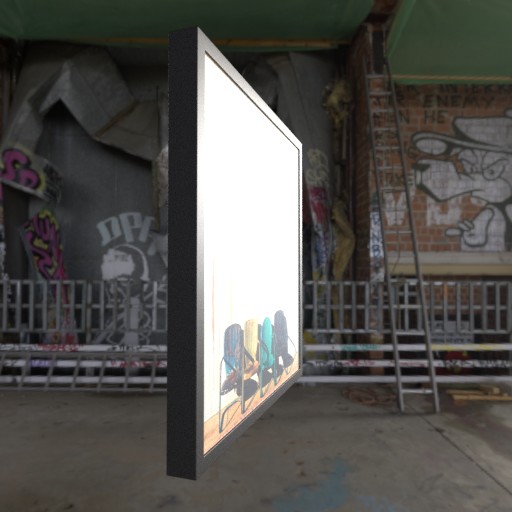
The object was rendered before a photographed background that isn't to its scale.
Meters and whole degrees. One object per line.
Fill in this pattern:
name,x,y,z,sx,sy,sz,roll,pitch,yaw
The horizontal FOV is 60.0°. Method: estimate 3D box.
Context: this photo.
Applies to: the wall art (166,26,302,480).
wall art,0.000,0.000,0.738,0.037,0.506,0.506,-1,-2,19
